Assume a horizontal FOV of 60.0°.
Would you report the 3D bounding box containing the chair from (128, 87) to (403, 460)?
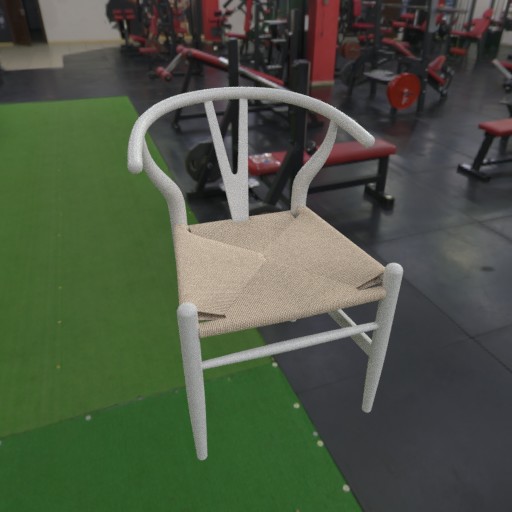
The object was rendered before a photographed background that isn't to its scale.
[{"bbox_3d":[0.000,0.000,1.152,0.569,0.730,0.579,-10,33,-15],"label":"chair"}]
